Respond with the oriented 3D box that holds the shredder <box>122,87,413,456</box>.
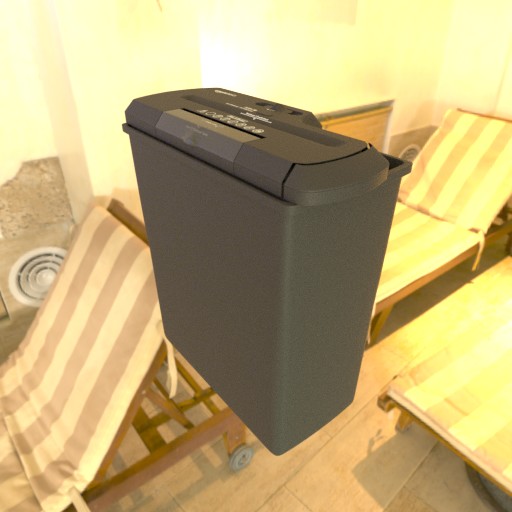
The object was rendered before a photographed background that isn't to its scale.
[{"bbox_3d":[0.000,0.000,0.517,0.170,0.335,0.320,-22,38,-32],"label":"shredder"}]
